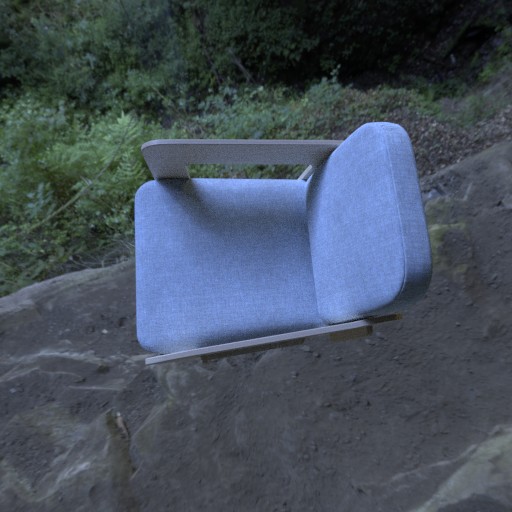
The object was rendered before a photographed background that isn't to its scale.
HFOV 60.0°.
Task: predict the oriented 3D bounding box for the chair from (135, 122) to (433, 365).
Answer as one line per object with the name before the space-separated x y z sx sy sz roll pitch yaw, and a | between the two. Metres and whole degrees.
chair | 0.000 0.000 1.301 0.710 0.800 0.590 -4 76 -1
